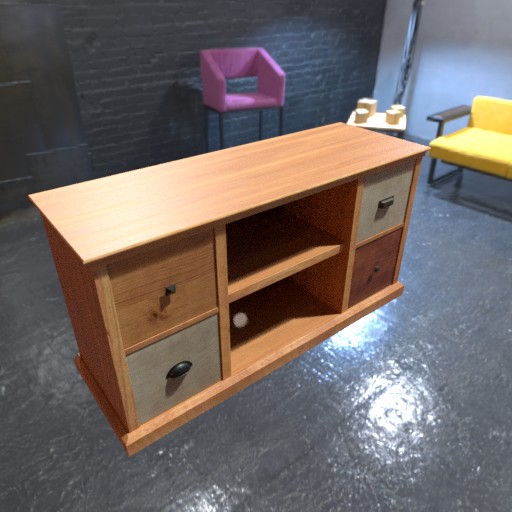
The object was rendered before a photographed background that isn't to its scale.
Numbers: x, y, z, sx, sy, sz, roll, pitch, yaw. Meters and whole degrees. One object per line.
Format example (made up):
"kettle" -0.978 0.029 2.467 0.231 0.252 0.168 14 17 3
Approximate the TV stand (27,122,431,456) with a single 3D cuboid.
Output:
"TV stand" 0.000 0.000 1.470 1.181 0.607 0.417 -22 38 -32
